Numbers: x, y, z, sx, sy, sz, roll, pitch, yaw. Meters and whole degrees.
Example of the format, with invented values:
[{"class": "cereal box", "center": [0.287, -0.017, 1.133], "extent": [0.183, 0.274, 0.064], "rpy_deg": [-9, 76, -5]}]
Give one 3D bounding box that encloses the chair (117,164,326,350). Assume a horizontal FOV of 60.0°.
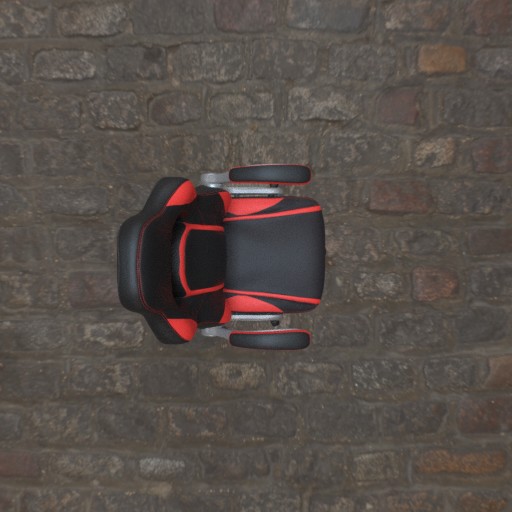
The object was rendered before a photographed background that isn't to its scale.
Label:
[{"class": "chair", "center": [0.000, 0.000, 1.664], "extent": [0.712, 1.165, 0.758], "rpy_deg": [0, 92, -1]}]
